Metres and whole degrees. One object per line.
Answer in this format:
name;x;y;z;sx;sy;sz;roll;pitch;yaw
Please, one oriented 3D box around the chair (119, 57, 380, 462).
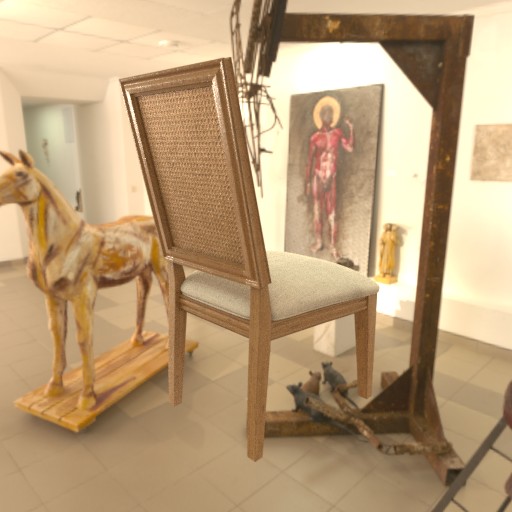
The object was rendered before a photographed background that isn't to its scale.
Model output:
chair;0.000;0.000;1.335;0.536;0.988;0.601;13;19;43
